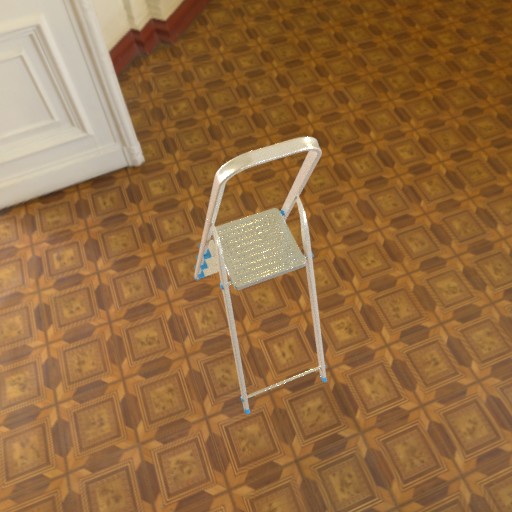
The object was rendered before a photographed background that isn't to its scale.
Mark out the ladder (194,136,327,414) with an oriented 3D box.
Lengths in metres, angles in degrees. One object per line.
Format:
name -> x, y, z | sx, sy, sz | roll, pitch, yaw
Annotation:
ladder -> 0.000, 0.000, 1.802 | 0.445, 1.434, 0.842 | -19, 60, -11
